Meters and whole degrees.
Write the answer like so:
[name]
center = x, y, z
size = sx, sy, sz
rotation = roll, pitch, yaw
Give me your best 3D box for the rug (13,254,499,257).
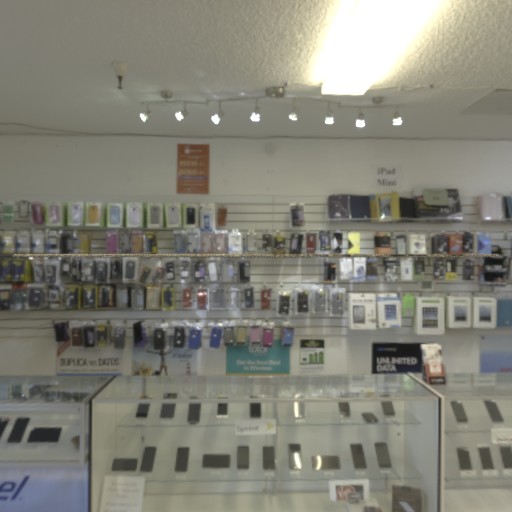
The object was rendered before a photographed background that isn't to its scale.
[rug]
center = 0.000, 0.000, 2.986
size = 2.444, 0.012, 1.530
rotation = 0, 0, 1
